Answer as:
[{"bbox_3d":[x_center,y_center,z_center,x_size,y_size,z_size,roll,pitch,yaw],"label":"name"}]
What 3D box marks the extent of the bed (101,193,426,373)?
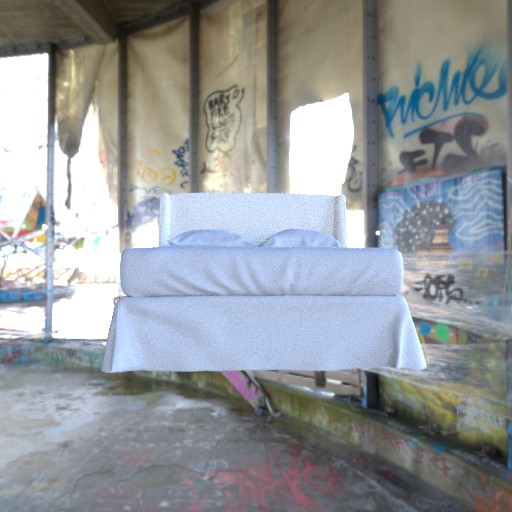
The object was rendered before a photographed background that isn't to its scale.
[{"bbox_3d":[0.000,0.000,3.540,1.925,1.332,2.276,0,-1,-2],"label":"bed"}]
